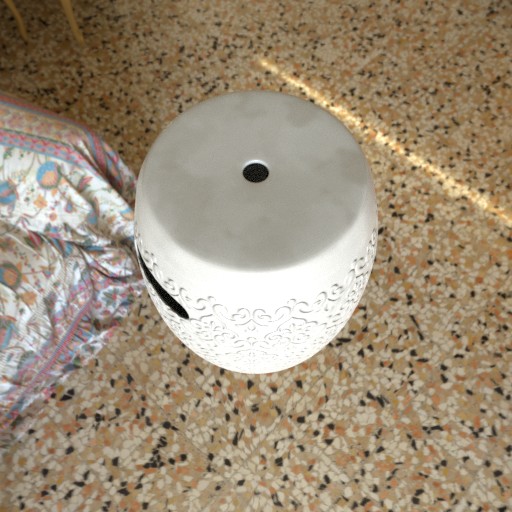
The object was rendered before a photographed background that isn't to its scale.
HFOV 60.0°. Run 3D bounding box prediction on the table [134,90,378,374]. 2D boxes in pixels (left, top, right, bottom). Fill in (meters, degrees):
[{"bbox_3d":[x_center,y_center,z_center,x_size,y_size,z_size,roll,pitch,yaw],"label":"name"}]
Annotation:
[{"bbox_3d":[0.000,0.000,0.628,0.309,0.397,0.309,0,64,0],"label":"table"}]
